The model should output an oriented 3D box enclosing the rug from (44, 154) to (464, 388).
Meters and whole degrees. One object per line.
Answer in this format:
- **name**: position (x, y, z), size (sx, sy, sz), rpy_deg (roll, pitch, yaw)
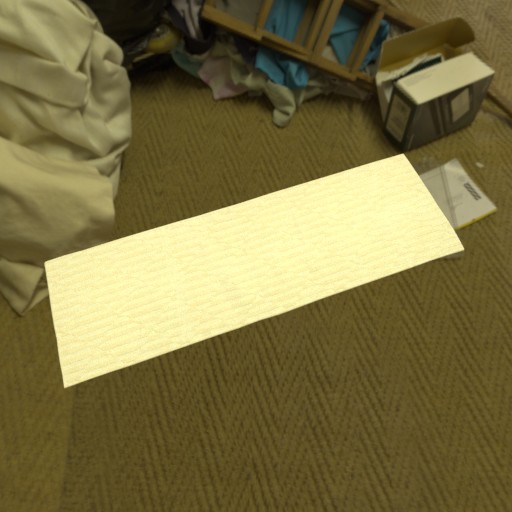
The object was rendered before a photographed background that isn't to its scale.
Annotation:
- **rug**: position (0.000, 0.000, 2.697), size (2.450, 0.014, 0.793), rpy_deg (-18, 66, -8)
